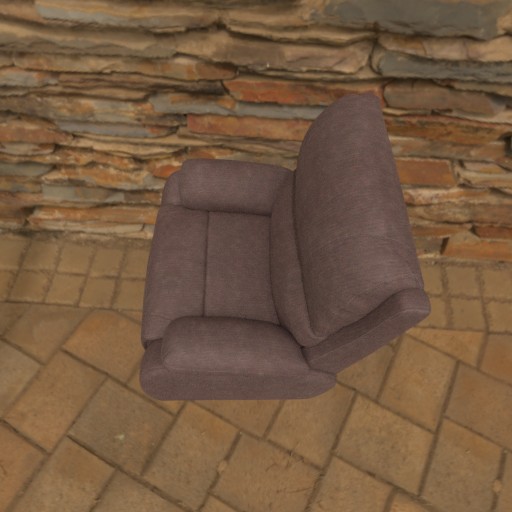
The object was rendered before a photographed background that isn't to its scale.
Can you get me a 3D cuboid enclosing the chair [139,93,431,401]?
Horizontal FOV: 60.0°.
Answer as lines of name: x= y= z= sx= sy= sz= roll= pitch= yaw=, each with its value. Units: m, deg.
chair: x=0.000 y=0.000 z=1.696 sx=0.899 sy=1.011 sz=0.930 roll=-1 pitch=58 yaw=0
